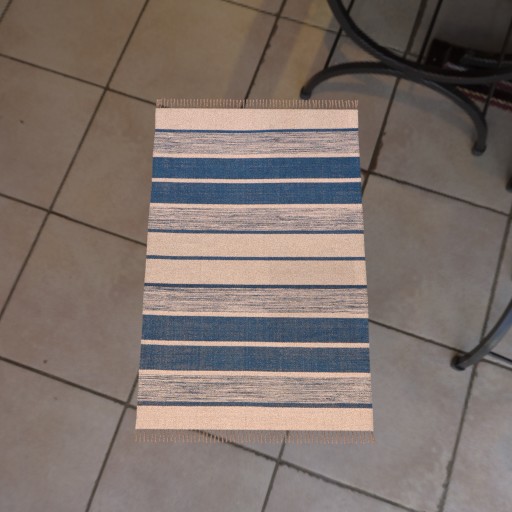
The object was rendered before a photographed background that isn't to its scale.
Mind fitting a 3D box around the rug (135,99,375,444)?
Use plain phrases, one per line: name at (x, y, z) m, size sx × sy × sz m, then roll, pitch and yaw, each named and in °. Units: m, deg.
rug at (0.000, 0.000, 3.094) m, size 1.532 × 0.010 × 2.441 m, roll 0°, pitch 77°, yaw 0°
